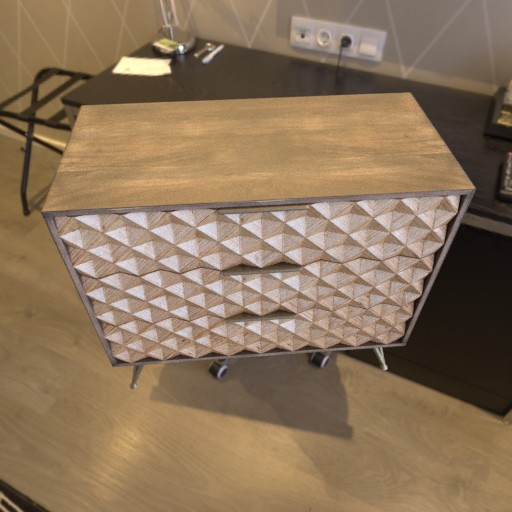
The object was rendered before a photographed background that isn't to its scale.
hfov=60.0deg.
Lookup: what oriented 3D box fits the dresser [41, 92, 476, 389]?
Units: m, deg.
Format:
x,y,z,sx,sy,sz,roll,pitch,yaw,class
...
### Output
x,y,z,sx,sy,sz,roll,pitch,yaw,class
0.000,0.000,1.375,0.923,0.801,0.453,-3,47,-3,dresser
